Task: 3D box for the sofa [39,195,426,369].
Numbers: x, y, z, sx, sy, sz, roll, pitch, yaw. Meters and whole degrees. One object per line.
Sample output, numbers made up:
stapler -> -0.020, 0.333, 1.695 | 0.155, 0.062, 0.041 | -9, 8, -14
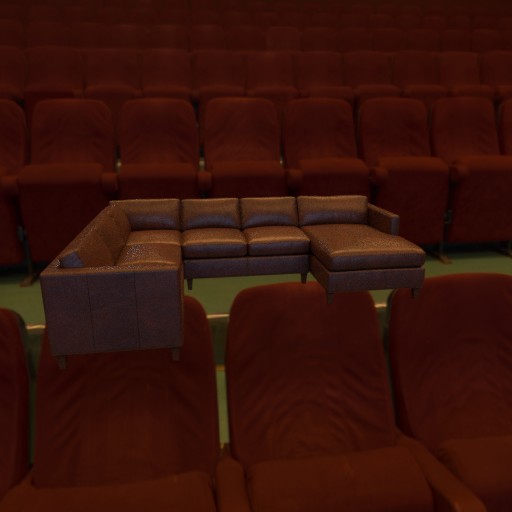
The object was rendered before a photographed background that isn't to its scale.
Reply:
sofa -> 0.000, 0.000, 4.443 | 3.324, 0.891, 2.452 | -3, 16, -9
